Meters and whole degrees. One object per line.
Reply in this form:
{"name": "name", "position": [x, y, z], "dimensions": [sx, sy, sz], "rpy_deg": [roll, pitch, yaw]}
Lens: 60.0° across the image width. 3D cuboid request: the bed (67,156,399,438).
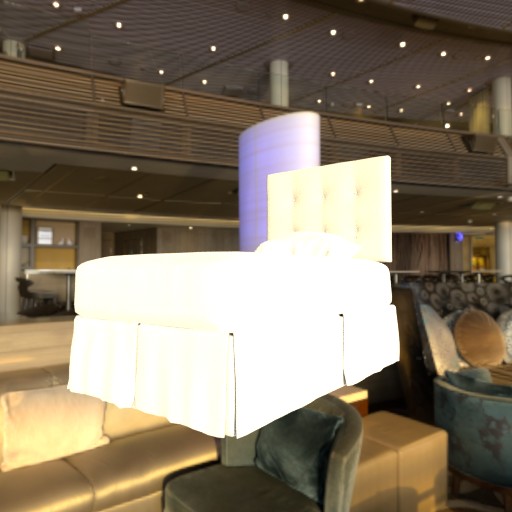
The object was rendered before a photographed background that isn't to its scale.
{"name": "bed", "position": [0.000, 0.000, 2.941], "dimensions": [1.261, 1.571, 1.997], "rpy_deg": [-2, -3, 37]}
